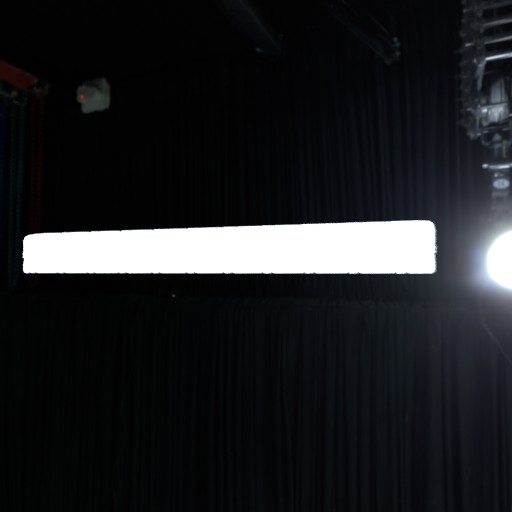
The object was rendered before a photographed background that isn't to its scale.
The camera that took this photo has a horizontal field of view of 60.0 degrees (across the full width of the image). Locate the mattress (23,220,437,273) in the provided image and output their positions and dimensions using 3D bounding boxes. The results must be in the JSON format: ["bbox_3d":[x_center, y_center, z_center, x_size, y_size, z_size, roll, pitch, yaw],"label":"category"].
[{"bbox_3d":[0.000,0.000,2.639,1.900,0.200,1.600,-1,-2,18],"label":"mattress"}]
